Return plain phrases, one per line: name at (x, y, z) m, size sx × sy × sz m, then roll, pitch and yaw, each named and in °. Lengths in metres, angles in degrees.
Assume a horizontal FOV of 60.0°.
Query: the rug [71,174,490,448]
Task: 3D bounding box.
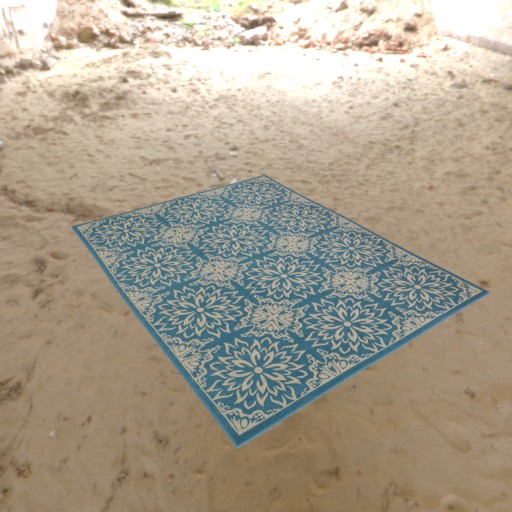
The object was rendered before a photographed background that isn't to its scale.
rug at (0.000, 0.000, 3.881) m, size 2.350 × 0.018 × 2.964 m, roll -21°, pitch 38°, yaw -29°
